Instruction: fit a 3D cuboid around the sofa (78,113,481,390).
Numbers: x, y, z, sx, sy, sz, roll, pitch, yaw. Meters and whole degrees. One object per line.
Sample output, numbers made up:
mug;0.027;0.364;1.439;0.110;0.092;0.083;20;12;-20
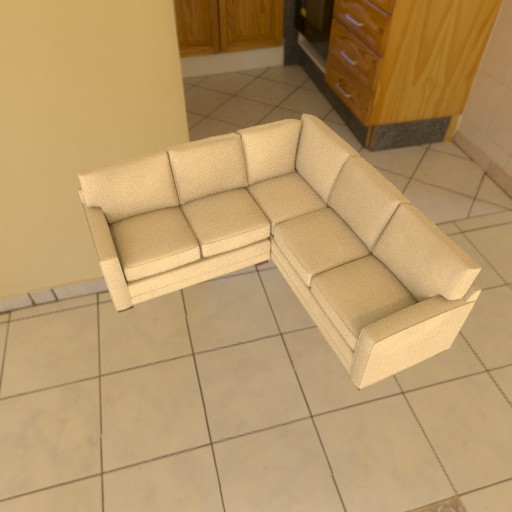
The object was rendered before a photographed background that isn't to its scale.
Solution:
sofa;0.000;0.000;3.354;2.182;0.939;2.189;-18;48;-17
